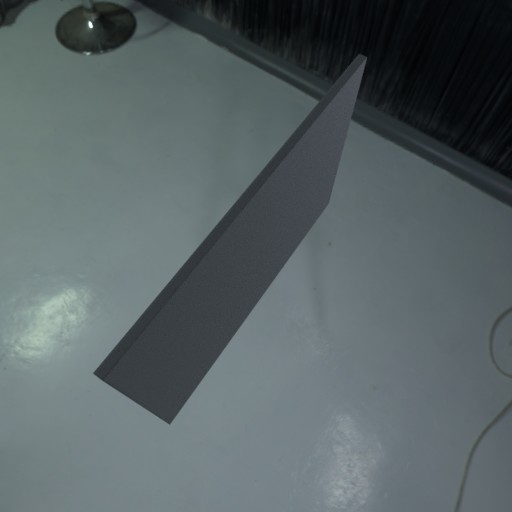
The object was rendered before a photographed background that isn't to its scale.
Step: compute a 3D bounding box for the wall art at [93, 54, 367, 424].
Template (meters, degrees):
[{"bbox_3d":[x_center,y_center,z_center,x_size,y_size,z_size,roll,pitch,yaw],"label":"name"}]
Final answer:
[{"bbox_3d":[0.000,0.000,1.231,0.049,0.659,0.964,33,68,15],"label":"wall art"}]
